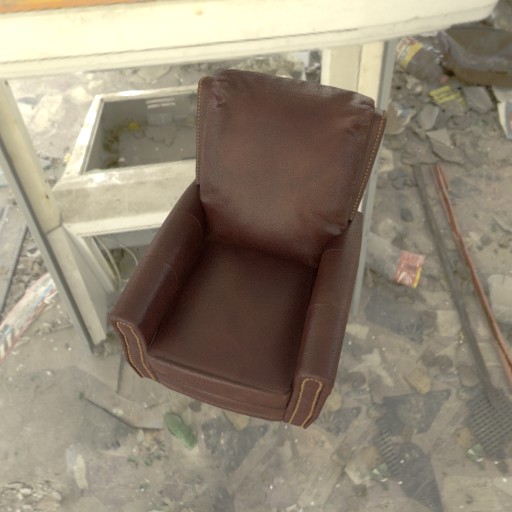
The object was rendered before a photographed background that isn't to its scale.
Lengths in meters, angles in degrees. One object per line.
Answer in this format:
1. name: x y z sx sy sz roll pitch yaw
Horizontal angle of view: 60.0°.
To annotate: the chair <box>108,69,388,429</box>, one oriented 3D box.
1. chair: 0.000 0.000 1.819 0.826 1.022 1.089 15 59 9
